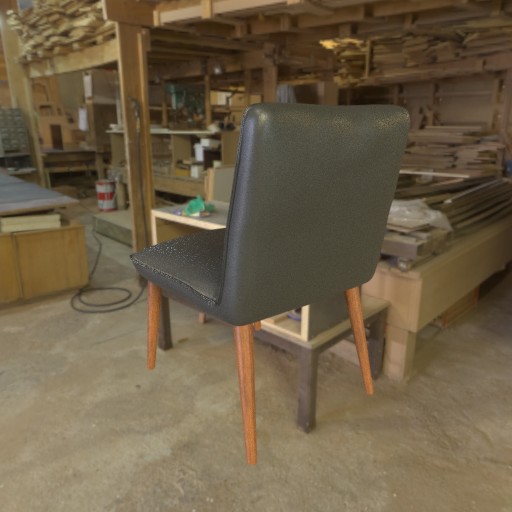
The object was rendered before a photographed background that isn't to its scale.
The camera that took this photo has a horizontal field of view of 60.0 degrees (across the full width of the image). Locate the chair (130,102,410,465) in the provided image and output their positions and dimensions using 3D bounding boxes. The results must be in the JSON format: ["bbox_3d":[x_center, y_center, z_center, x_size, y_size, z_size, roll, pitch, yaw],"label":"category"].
[{"bbox_3d":[0.000,0.000,1.246,0.543,0.801,0.645,-16,24,-41],"label":"chair"}]
